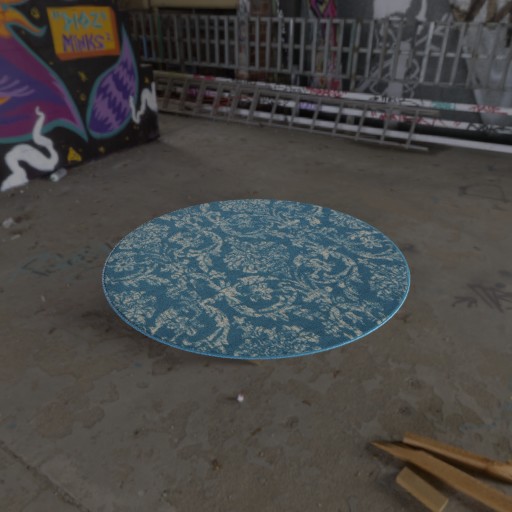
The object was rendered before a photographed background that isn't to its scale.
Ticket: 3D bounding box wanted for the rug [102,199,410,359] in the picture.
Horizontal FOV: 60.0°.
[{"bbox_3d":[0.000,0.000,2.394,1.593,0.012,1.593,0,30,0],"label":"rug"}]
